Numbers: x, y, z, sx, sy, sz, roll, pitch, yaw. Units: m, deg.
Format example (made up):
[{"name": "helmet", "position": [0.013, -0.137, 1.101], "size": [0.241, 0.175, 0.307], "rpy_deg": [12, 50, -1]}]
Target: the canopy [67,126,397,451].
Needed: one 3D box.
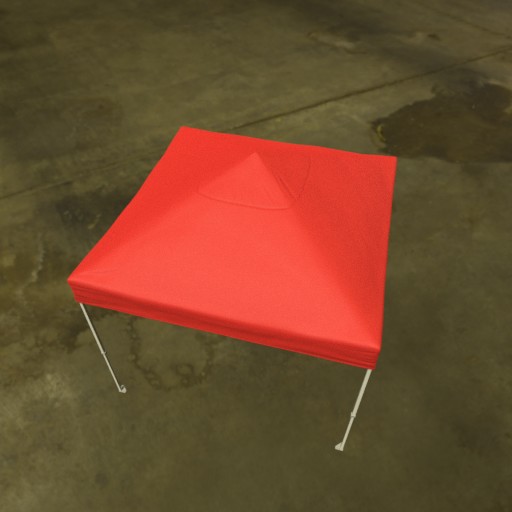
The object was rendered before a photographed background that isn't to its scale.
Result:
[{"name": "canopy", "position": [0.000, 0.000, 5.520], "size": [2.998, 2.997, 2.996], "rpy_deg": [11, 47, 10]}]
